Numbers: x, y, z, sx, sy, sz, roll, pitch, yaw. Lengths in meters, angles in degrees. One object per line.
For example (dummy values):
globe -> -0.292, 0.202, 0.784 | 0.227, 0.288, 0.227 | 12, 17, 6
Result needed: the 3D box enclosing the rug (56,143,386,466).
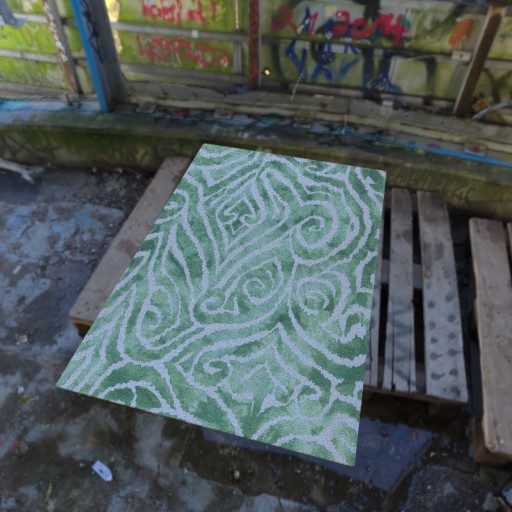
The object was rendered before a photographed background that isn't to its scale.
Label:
rug -> 0.000, 0.000, 2.310 | 1.220, 0.006, 1.826 | 11, 48, 10
